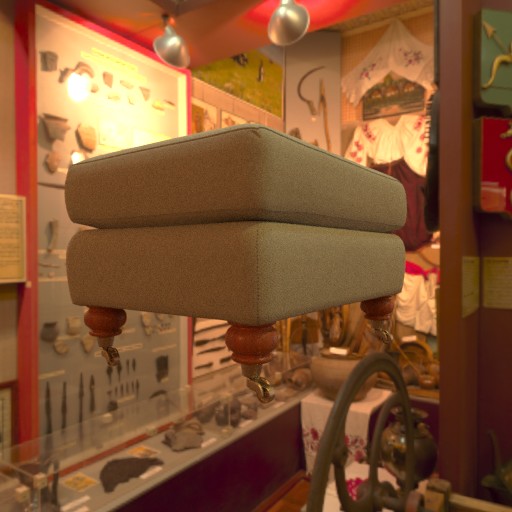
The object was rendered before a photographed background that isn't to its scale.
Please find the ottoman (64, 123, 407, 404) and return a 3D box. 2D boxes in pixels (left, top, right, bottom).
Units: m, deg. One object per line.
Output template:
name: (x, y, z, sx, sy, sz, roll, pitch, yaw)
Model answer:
ottoman: (0.000, 0.000, 1.154, 0.569, 0.499, 0.773, 0, 1, 36)
